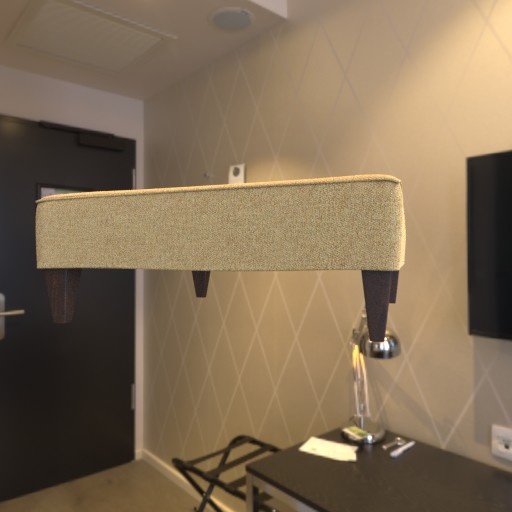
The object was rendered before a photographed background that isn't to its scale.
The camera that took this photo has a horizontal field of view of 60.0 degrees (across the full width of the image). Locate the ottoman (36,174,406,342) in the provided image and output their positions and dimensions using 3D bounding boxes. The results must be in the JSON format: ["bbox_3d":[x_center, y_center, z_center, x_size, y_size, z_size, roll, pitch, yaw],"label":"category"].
[{"bbox_3d":[0.000,0.000,1.519,0.970,0.378,0.981,0,0,19],"label":"ottoman"}]
